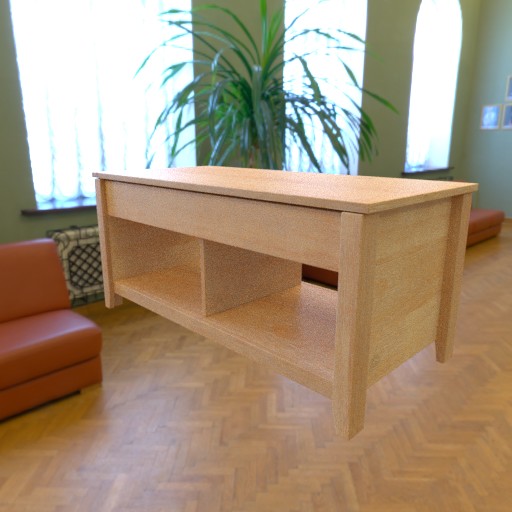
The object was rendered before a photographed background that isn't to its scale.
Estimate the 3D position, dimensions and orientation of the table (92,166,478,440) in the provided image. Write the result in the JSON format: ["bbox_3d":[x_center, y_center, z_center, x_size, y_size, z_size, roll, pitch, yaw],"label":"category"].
[{"bbox_3d":[0.000,0.000,1.296,0.483,0.457,1.016,-14,20,-43],"label":"table"}]
